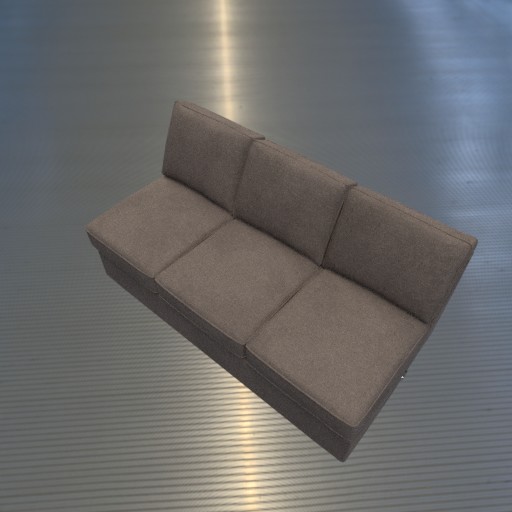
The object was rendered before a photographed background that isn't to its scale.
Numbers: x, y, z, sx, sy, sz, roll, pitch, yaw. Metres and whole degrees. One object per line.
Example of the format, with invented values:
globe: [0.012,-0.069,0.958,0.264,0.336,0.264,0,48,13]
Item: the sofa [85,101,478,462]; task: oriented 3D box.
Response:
sofa: [0.000,0.000,2.535,1.962,0.973,1.027,32,54,26]
